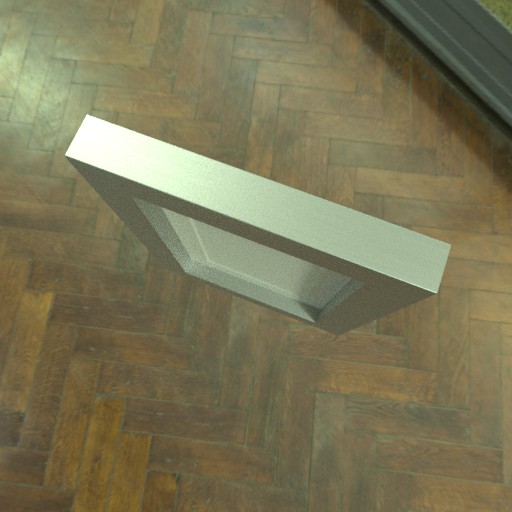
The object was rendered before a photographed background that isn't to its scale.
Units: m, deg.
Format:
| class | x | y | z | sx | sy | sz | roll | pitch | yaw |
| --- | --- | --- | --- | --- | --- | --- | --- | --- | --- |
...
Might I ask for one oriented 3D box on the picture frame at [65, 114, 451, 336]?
| class | x | y | z | sx | sy | sz | roll | pitch | yaw |
| --- | --- | --- | --- | --- | --- | --- | --- | --- | --- |
| picture frame | 0.000 | 0.000 | 0.278 | 0.157 | 0.208 | 0.028 | 21 | 76 | 5 |
